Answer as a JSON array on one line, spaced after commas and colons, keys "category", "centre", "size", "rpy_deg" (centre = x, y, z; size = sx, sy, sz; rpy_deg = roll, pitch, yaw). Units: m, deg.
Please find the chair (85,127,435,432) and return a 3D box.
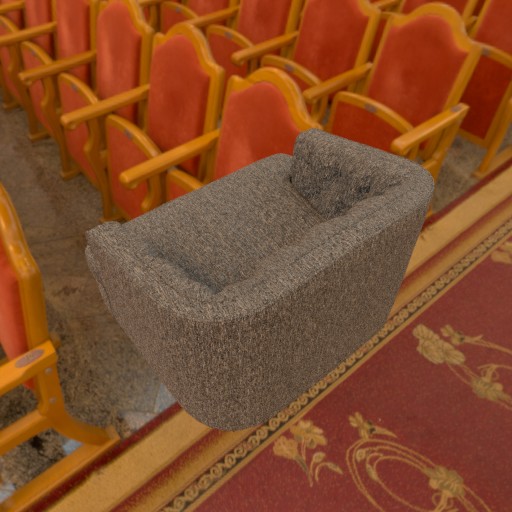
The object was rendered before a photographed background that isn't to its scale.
[{"category": "chair", "centre": [0.000, 0.000, 1.792], "size": [1.104, 0.852, 0.941], "rpy_deg": [-30, 54, -26]}]
